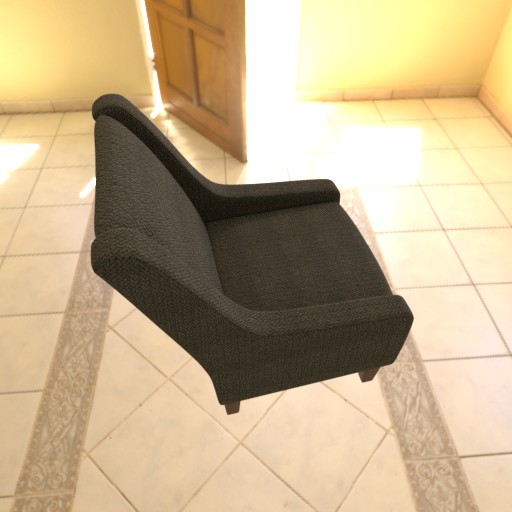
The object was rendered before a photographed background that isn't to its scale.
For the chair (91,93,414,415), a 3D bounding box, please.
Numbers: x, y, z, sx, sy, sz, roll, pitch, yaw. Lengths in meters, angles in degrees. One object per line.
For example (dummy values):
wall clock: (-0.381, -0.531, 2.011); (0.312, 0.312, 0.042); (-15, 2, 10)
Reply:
chair: (0.000, 0.000, 1.656); (0.944, 1.012, 0.793); (-10, 48, -10)
